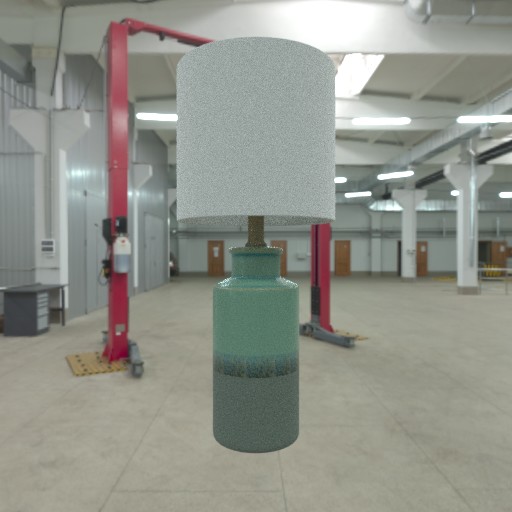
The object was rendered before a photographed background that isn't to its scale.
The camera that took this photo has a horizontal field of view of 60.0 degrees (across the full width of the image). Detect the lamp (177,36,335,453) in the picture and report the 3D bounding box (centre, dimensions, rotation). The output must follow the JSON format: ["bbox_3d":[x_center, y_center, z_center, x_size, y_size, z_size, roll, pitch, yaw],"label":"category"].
[{"bbox_3d":[0.000,0.000,0.603,0.212,0.493,0.212,0,1,-36],"label":"lamp"}]
